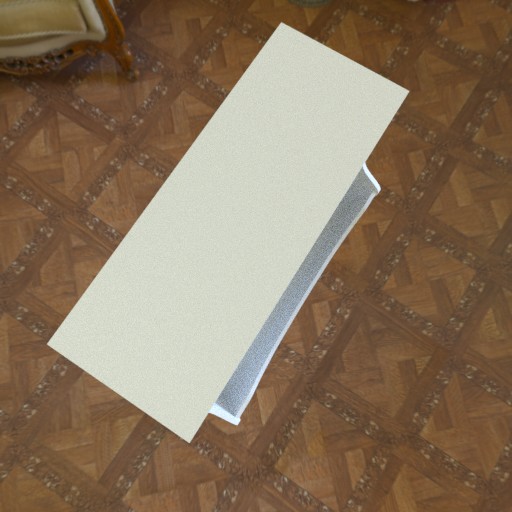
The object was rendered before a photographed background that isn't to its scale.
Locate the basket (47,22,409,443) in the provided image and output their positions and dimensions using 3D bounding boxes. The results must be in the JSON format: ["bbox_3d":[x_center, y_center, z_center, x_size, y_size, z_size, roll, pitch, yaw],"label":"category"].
[{"bbox_3d":[0.000,0.000,1.144,0.376,0.625,0.792,32,79,7],"label":"basket"}]
